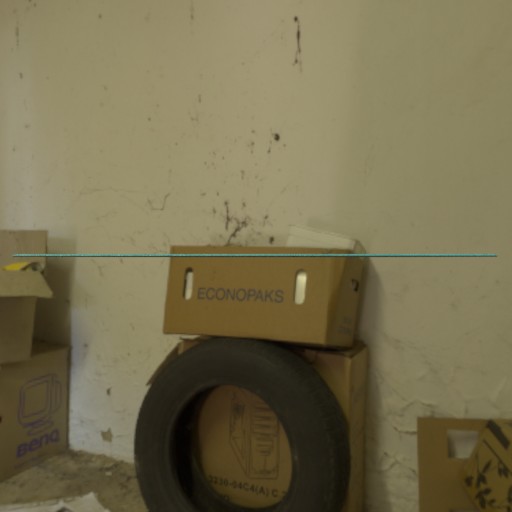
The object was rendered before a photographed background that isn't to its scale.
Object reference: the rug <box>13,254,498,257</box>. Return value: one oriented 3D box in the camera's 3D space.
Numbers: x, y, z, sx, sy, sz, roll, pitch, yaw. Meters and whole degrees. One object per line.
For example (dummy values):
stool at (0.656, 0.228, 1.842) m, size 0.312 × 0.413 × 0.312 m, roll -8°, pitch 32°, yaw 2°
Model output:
rug at (0.000, 0.000, 2.787) m, size 2.205 × 0.012 × 1.554 m, roll 0°, pitch 0°, yaw 1°
